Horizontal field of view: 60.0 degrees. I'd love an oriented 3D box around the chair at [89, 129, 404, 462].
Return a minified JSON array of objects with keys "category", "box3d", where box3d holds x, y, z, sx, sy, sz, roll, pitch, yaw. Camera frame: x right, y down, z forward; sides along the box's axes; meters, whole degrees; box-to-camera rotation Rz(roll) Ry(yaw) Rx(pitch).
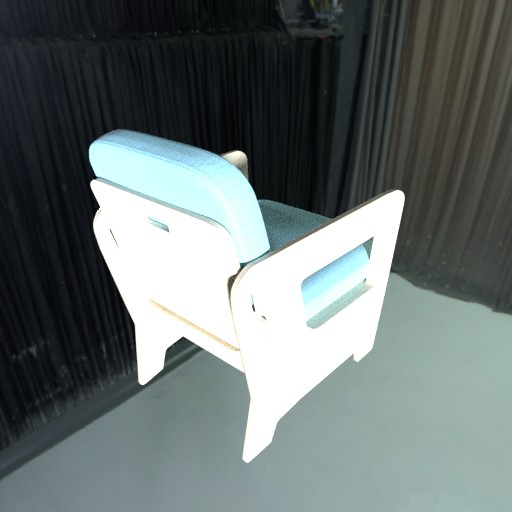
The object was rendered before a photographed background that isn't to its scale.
[{"category":"chair","box3d":[0.000,0.000,1.268,0.590,0.800,0.710,22,37,33]}]
